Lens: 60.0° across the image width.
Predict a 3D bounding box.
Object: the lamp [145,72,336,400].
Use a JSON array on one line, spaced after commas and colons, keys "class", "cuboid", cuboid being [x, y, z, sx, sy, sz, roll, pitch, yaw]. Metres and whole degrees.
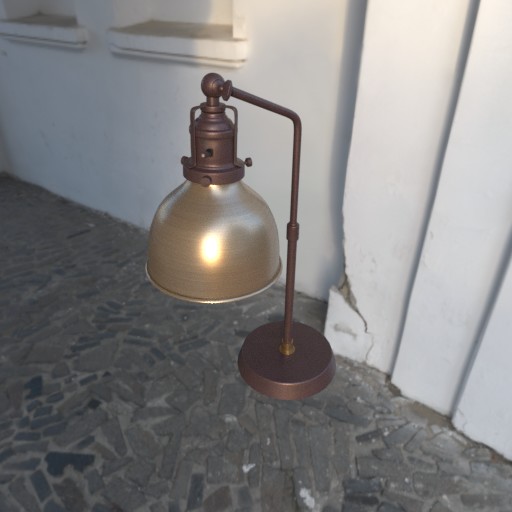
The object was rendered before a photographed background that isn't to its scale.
[{"class": "lamp", "cuboid": [0.000, 0.000, 0.592, 0.298, 0.469, 0.175, -20, 37, -29]}]
